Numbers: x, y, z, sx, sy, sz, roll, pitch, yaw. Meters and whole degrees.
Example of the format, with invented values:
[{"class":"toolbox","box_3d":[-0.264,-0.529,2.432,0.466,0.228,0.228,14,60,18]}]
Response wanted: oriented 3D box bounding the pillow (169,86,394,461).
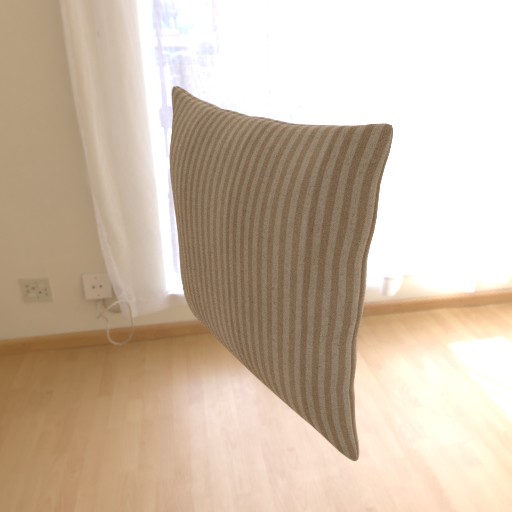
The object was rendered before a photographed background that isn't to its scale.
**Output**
[{"class":"pillow","box_3d":[0.000,0.000,0.760,0.166,0.510,0.523,-17,31,-31]}]
